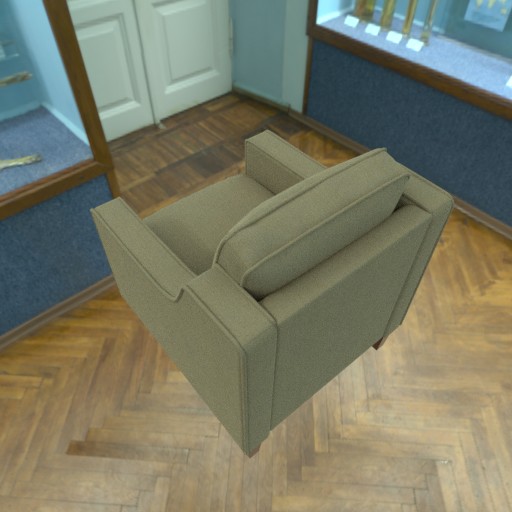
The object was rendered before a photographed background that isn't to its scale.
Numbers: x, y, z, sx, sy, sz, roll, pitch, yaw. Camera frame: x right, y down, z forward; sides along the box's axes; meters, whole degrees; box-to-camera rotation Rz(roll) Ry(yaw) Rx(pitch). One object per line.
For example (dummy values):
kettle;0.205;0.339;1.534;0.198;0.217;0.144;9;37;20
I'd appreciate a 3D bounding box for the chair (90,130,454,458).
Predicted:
chair;0.000;0.000;1.648;0.831;0.960;0.909;-31;54;-26
